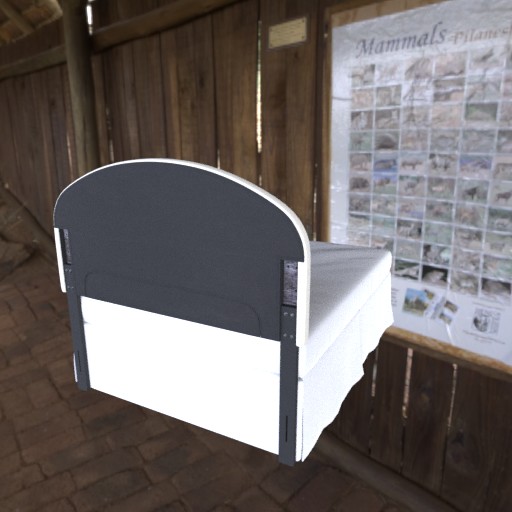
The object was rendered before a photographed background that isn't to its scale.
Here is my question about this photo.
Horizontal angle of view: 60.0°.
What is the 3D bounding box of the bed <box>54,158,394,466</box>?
[{"bbox_3d":[0.000,0.000,3.082,1.607,1.410,2.005,8,17,27],"label":"bed"}]
